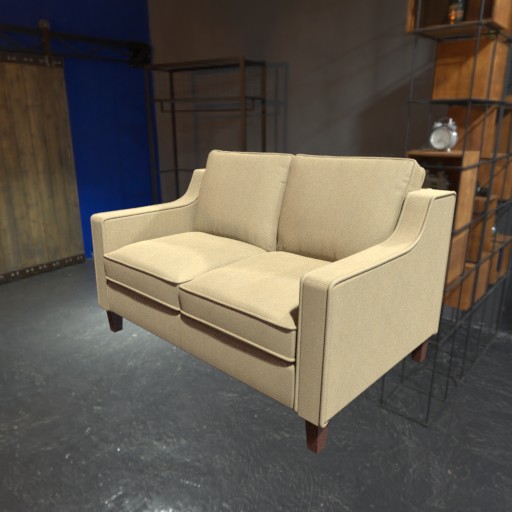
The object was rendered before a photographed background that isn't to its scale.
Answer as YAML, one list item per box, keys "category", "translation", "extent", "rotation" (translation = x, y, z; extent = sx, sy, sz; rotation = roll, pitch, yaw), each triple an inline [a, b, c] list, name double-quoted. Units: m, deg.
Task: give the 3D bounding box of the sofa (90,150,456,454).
- category: "sofa"
  translation: [0.000, 0.000, 2.187]
  extent: [1.501, 0.971, 0.987]
  rotation: [15, 23, 41]
